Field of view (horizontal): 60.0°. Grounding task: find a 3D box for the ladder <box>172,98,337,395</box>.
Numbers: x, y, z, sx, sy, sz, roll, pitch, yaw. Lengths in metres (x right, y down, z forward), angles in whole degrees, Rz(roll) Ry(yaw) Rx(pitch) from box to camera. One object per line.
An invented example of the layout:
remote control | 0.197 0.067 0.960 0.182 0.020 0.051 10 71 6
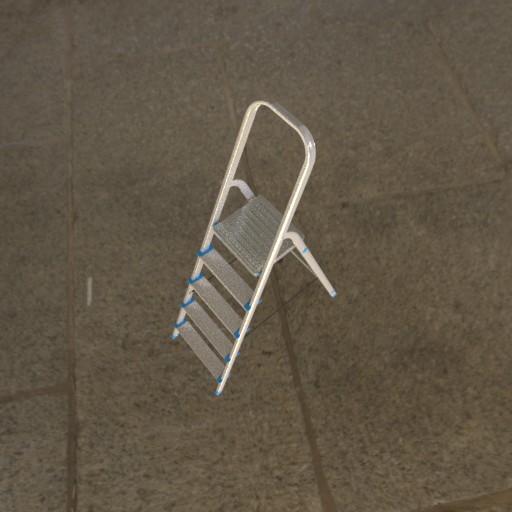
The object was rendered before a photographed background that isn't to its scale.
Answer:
ladder | 0.000 0.000 2.088 0.990 1.648 0.468 -37 69 -17
